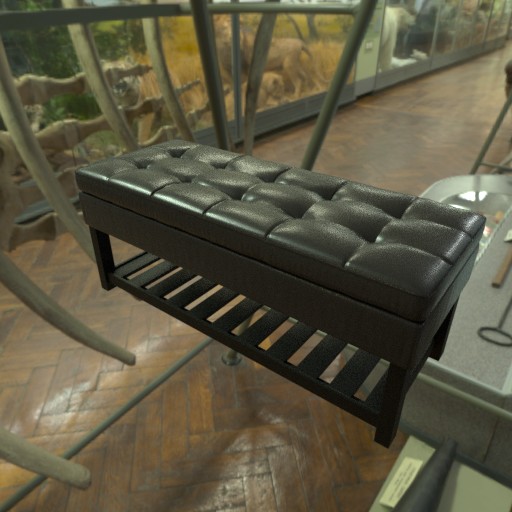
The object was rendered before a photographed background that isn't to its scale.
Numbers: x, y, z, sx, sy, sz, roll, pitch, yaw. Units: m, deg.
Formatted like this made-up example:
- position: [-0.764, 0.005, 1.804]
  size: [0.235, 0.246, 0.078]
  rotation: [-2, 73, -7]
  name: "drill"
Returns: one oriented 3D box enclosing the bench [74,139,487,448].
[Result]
- position: [0.000, 0.000, 1.322]
  size: [1.105, 0.460, 0.432]
  rotation: [21, 37, 32]
  name: "bench"
